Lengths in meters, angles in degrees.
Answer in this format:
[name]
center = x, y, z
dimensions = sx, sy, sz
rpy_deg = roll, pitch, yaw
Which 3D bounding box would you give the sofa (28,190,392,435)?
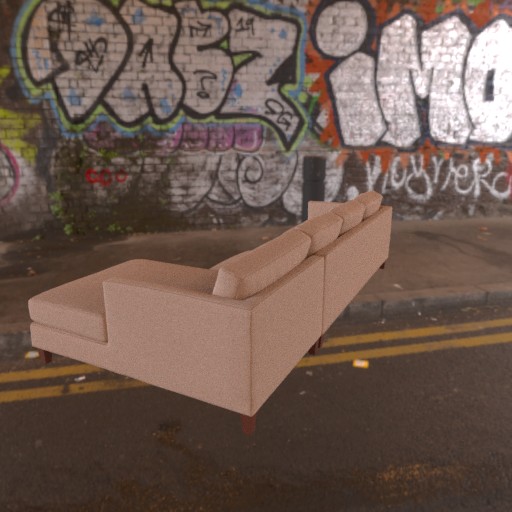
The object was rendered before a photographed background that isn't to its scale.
[sofa]
center = 0.000, 0.000, 3.767
dimensions = 1.625, 0.861, 3.186
rpy_deg = 8, 18, 26
